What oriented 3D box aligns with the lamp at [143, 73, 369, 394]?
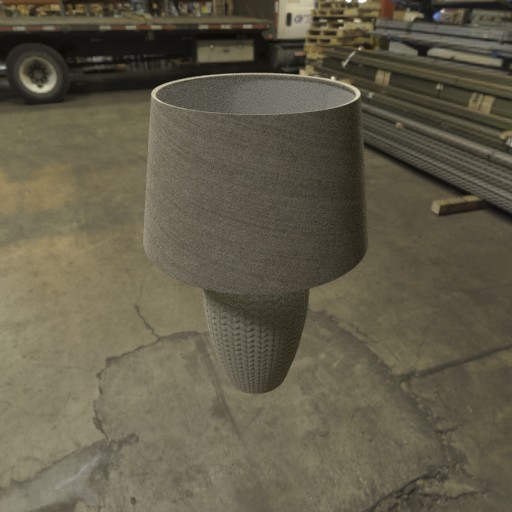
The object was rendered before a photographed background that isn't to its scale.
[{"bbox_3d":[0.000,0.000,0.812,0.390,0.580,0.390,0,31,0],"label":"lamp"}]
